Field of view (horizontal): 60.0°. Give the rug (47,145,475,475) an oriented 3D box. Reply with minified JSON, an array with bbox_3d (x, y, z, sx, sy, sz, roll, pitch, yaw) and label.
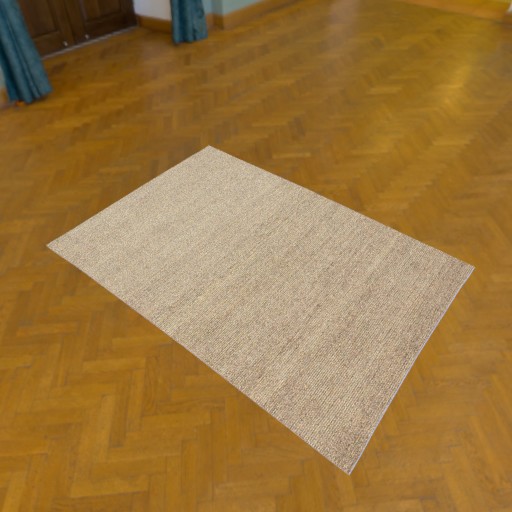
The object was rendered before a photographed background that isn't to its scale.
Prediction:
[{"bbox_3d":[0.000,0.000,2.911,2.342,0.030,1.609,30,52,26],"label":"rug"}]
